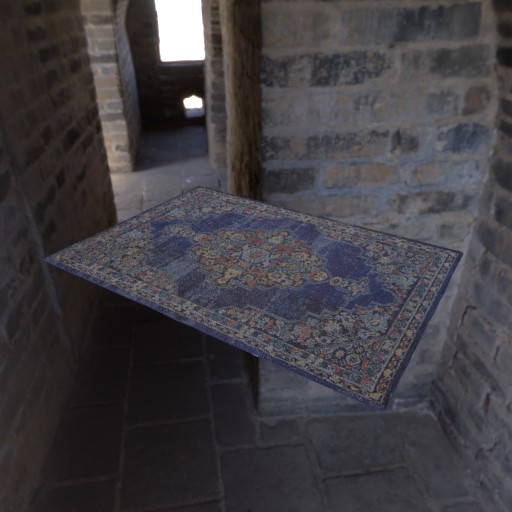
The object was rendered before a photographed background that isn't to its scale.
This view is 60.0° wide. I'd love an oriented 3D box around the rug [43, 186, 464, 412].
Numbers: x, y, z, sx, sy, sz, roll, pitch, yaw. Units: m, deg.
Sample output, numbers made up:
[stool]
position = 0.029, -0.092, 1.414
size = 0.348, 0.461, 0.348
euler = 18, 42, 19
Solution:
[rug]
position = 0.000, 0.000, 3.753
size = 2.940, 0.011, 2.053
euler = 18, 34, 28
